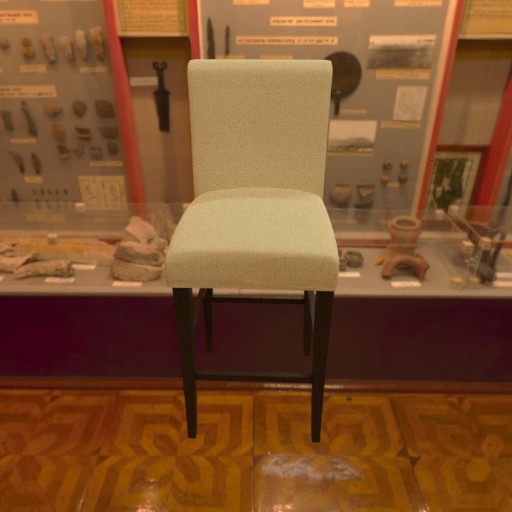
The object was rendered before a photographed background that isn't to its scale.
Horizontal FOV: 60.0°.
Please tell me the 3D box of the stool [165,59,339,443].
[{"bbox_3d":[0.000,0.000,1.446,0.452,1.124,0.597,1,30,2],"label":"stool"}]
